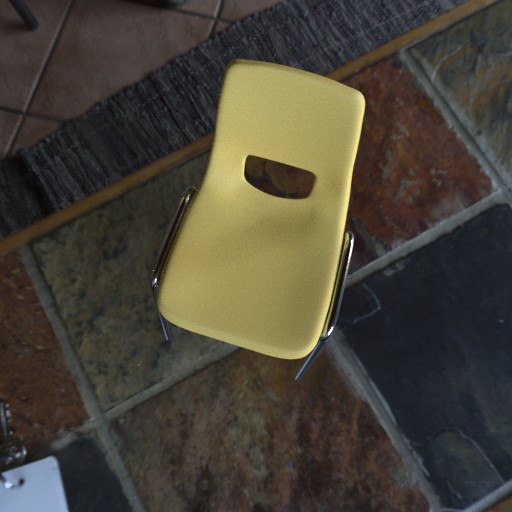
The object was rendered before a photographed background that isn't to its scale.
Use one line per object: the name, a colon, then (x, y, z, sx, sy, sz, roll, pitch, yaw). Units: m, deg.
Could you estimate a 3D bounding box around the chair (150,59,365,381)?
chair: (0.000, 0.000, 0.918, 0.381, 0.653, 0.436, 17, 77, 4)
